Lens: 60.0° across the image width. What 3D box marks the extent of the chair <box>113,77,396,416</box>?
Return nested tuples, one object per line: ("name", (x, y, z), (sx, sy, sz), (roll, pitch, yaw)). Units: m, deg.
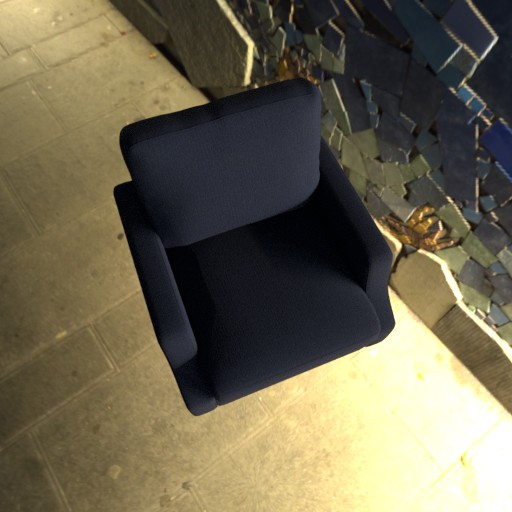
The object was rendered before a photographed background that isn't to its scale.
("chair", (0.000, 0.000, 1.681), (0.855, 0.991, 0.897), (-19, 64, -10))
